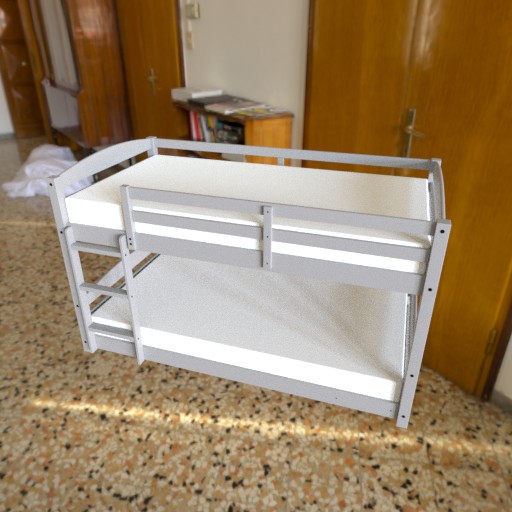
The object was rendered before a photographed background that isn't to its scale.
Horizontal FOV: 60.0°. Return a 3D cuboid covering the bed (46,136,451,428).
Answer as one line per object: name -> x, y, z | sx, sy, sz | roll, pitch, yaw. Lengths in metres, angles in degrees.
bed -> 0.000, 0.000, 2.770 | 2.013, 1.206, 1.105 | 9, 28, 16
